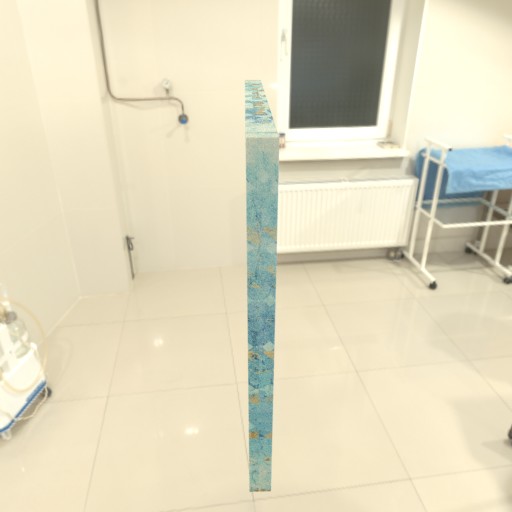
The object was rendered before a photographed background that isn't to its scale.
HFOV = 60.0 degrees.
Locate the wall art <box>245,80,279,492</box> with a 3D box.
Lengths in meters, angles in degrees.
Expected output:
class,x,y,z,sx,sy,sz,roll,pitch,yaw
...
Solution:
class,x,y,z,sx,sy,sz,roll,pitch,yaw
wall art,0.000,0.000,0.901,0.040,0.609,0.609,-1,27,-1
